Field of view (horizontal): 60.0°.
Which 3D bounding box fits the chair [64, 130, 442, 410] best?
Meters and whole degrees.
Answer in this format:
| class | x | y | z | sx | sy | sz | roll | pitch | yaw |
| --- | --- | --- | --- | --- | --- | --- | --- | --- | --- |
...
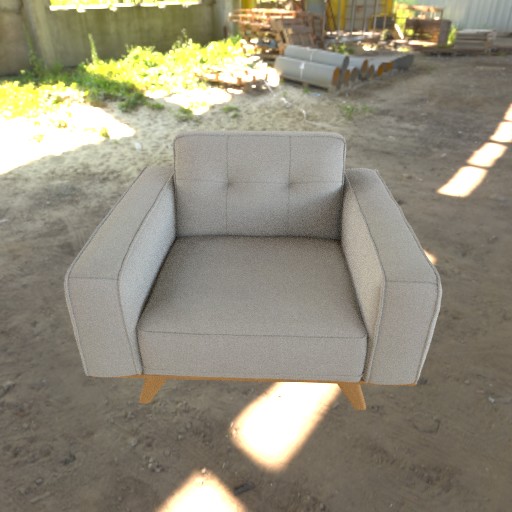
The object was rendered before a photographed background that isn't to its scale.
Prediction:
| class | x | y | z | sx | sy | sz | roll | pitch | yaw |
| --- | --- | --- | --- | --- | --- | --- | --- | --- | --- |
| chair | 0.000 | 0.000 | 1.724 | 1.115 | 0.779 | 0.953 | 1 | 30 | 2 |
